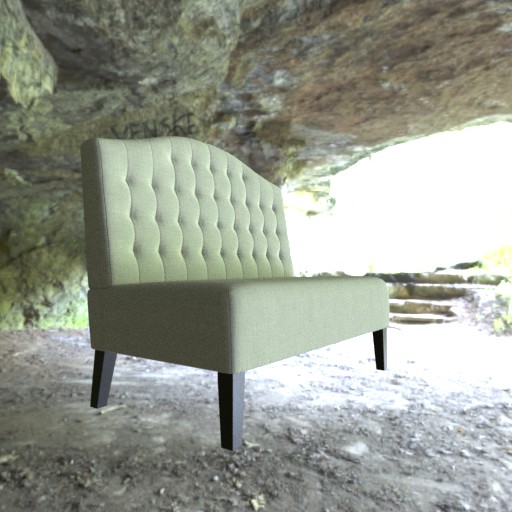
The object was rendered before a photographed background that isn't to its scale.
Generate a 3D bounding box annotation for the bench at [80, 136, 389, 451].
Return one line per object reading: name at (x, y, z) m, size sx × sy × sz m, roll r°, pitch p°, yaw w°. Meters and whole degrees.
bench at (0.000, 0.000, 2.057) m, size 0.815 × 1.180 × 1.335 m, roll -1°, pitch -2°, yaw 36°
